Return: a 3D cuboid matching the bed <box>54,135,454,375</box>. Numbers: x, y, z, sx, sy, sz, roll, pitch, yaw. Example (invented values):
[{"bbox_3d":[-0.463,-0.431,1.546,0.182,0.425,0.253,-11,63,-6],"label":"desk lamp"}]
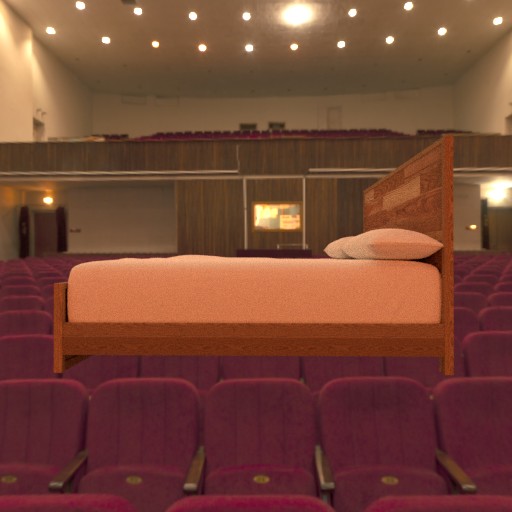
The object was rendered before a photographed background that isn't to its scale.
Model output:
[{"bbox_3d":[0.000,0.000,3.425,2.184,1.295,2.013,0,0,1],"label":"bed"}]
